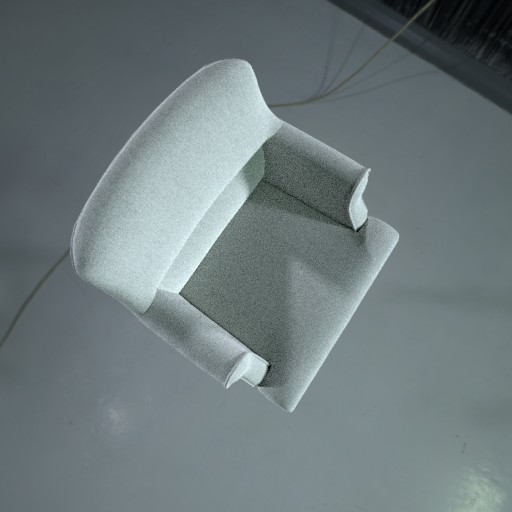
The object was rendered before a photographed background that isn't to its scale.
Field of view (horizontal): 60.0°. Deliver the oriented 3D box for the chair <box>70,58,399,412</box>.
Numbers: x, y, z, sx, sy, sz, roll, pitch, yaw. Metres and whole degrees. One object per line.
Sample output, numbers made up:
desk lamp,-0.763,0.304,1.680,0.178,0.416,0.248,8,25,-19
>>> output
chair,0.000,0.000,1.469,0.750,0.875,0.781,33,78,8
